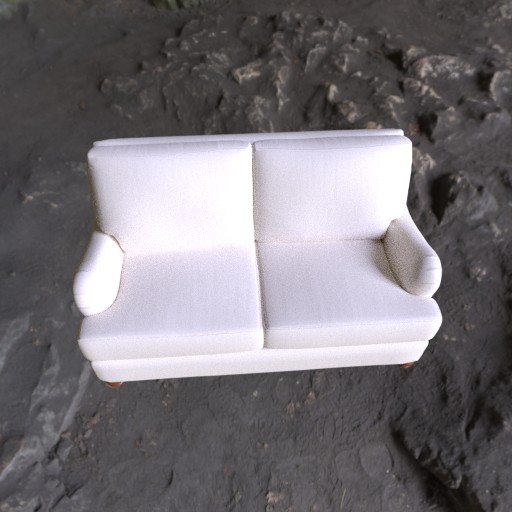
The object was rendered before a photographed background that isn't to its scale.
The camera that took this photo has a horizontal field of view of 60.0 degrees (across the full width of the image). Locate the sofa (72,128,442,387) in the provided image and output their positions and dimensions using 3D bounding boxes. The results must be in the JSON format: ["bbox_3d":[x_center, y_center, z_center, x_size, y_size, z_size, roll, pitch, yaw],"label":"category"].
[{"bbox_3d":[0.000,0.000,2.504,1.853,1.101,1.084,-3,46,-3],"label":"sofa"}]
